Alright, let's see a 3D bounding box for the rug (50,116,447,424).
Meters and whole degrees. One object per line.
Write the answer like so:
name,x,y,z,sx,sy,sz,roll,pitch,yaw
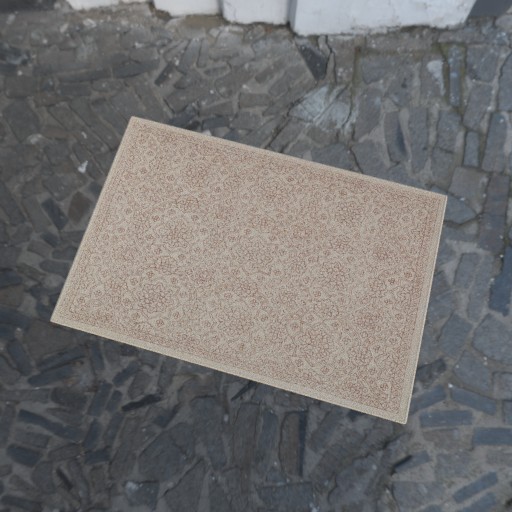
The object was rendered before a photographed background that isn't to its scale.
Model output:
rug,0.000,0.000,2.330,1.829,0.010,1.219,15,76,4
